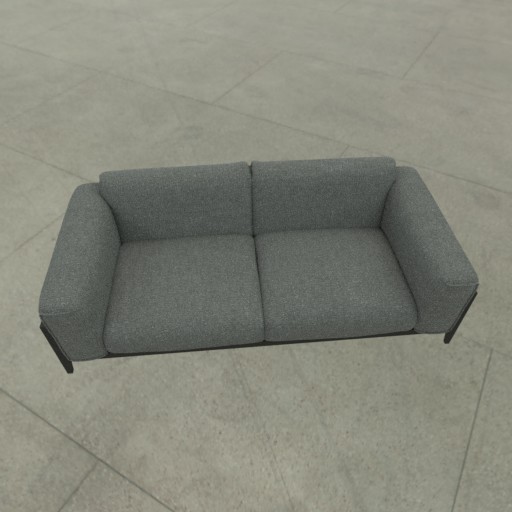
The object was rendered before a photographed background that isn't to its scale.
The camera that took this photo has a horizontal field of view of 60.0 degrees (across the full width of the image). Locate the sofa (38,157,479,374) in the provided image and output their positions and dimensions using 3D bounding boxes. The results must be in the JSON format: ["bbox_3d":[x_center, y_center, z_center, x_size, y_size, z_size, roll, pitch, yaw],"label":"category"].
[{"bbox_3d":[0.000,0.000,2.524,2.125,0.703,0.985,-4,46,-4],"label":"sofa"}]
